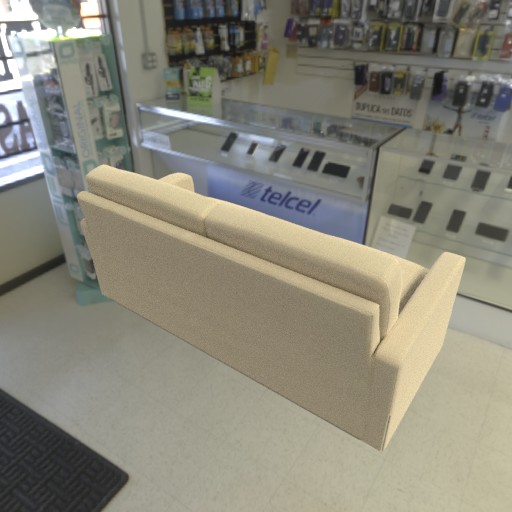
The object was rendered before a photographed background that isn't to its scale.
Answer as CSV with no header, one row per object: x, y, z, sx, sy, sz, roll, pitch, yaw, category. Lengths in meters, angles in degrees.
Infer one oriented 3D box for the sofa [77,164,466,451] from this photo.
0.000,0.000,2.266,1.808,0.831,0.894,21,37,31,sofa
